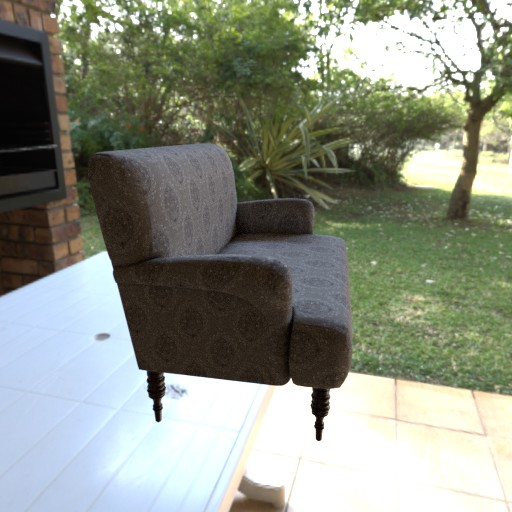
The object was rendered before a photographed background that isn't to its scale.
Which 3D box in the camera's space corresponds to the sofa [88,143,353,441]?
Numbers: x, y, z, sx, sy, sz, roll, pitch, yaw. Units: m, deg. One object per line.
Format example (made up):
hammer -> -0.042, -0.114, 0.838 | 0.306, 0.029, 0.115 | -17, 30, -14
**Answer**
sofa -> 0.000, 0.000, 1.854 | 0.779, 0.889, 1.297 | 3, 16, 10
